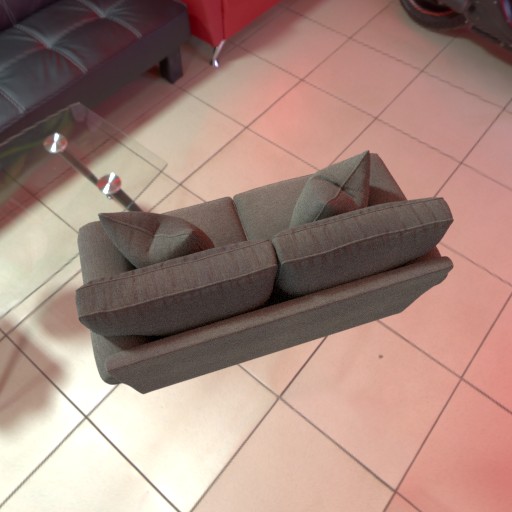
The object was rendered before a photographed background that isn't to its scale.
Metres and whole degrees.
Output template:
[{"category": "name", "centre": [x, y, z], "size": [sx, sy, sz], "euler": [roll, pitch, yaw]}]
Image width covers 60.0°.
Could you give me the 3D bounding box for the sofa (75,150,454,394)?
[{"category": "sofa", "centre": [0.000, 0.000, 2.303], "size": [1.701, 0.966, 0.966], "euler": [-16, 61, -9]}]
